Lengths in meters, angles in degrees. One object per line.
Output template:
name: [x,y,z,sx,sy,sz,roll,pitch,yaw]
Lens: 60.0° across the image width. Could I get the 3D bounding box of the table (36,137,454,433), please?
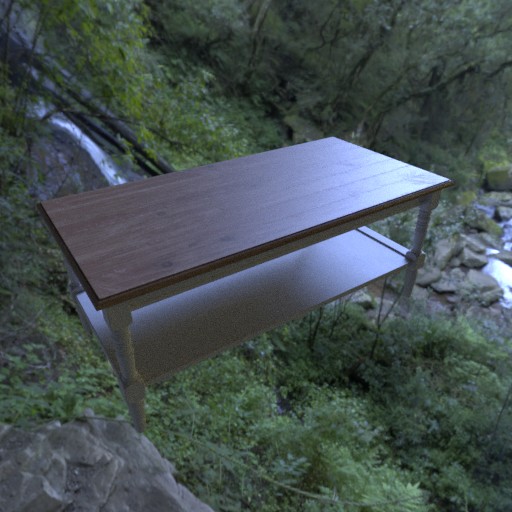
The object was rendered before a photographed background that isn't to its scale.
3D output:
table: [0.000,0.000,1.430,1.118,0.458,0.559,-20,37,-28]
